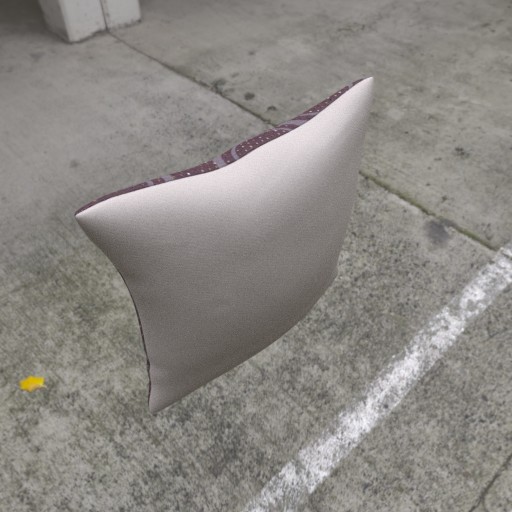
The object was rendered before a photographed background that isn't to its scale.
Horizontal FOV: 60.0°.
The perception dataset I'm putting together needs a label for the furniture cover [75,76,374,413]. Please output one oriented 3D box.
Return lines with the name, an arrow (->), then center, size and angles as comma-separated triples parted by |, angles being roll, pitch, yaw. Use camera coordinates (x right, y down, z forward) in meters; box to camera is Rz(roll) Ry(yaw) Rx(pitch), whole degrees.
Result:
furniture cover -> 0.000, 0.000, 0.811 | 0.552, 0.509, 0.193 | -33, 54, -28
